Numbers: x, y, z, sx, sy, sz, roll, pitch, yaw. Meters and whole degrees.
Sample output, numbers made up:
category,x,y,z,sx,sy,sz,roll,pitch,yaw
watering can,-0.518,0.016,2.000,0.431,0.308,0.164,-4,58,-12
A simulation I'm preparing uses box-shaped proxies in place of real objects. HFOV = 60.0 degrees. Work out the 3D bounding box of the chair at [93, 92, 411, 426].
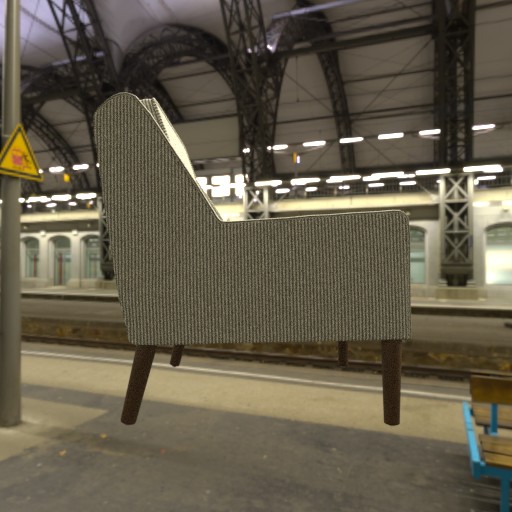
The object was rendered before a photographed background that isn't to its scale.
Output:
category,x,y,z,sx,sy,sz,roll,pitch,yaw
chair,0.000,0.000,1.316,0.743,0.792,0.663,0,-1,0
